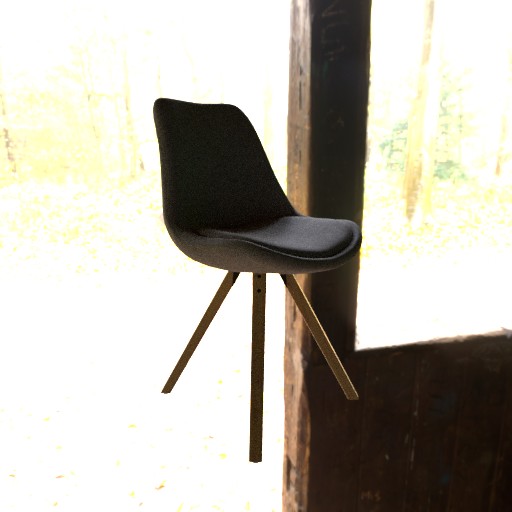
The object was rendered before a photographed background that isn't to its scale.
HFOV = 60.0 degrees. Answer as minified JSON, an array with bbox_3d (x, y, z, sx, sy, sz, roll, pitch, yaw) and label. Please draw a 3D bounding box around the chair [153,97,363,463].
[{"bbox_3d":[0.000,0.000,1.242,0.483,0.865,0.550,-12,18,-42],"label":"chair"}]
